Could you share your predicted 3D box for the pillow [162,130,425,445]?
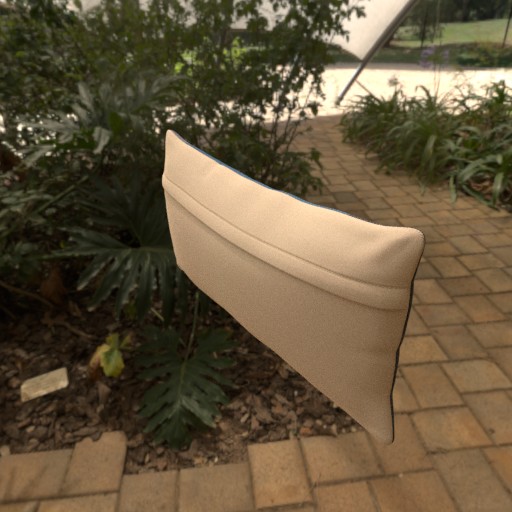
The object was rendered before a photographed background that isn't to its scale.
[{"bbox_3d":[0.000,0.000,0.721,0.148,0.307,0.604,-18,33,-31],"label":"pillow"}]
